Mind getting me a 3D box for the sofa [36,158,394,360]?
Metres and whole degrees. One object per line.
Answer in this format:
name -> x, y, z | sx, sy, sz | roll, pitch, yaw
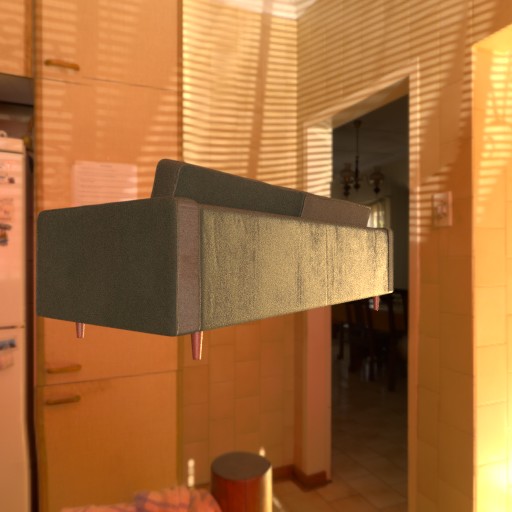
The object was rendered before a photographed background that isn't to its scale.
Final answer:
sofa -> 0.000, 0.000, 2.619 | 0.918, 0.769, 2.199 | 0, 0, 36
